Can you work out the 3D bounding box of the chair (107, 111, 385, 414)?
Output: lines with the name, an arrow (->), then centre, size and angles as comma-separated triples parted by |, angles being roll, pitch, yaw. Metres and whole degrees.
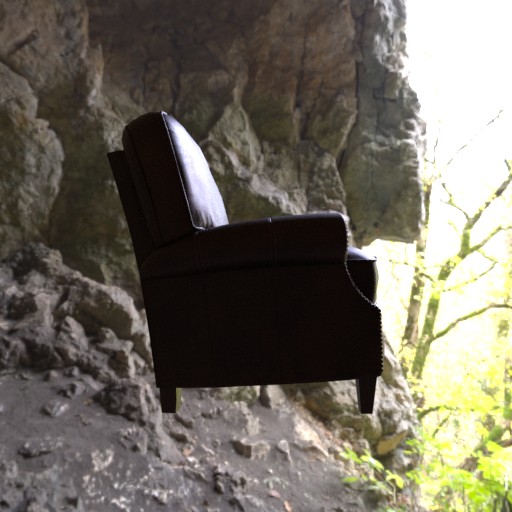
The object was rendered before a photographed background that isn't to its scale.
chair -> 0.000, 0.000, 1.793 | 0.986, 1.018, 0.936 | 0, 0, 0
